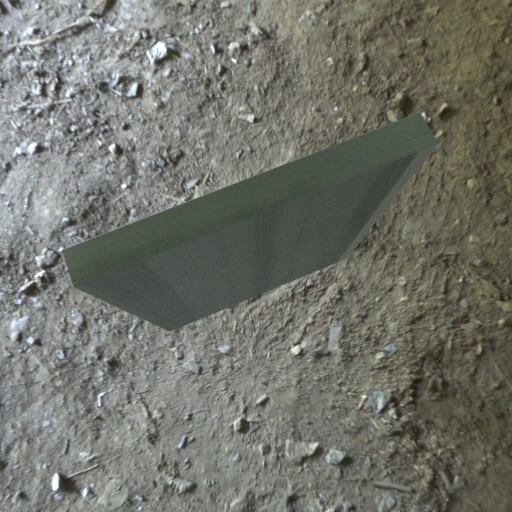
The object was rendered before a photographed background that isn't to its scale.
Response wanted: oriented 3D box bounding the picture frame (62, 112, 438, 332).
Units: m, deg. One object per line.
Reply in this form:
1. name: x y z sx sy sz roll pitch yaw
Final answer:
1. picture frame: 0.000 0.000 0.778 0.449 0.555 0.046 -22 76 -6
